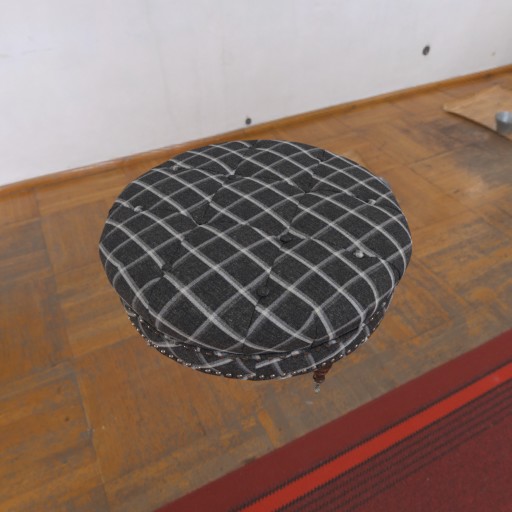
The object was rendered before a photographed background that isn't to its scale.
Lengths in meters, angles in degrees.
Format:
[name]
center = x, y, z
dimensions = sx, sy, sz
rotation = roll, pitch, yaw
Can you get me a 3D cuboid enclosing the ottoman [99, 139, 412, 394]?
[ottoman]
center = 0.000, 0.000, 1.397
dimensions = 0.901, 0.439, 0.901
rotation = 0, 41, 0
